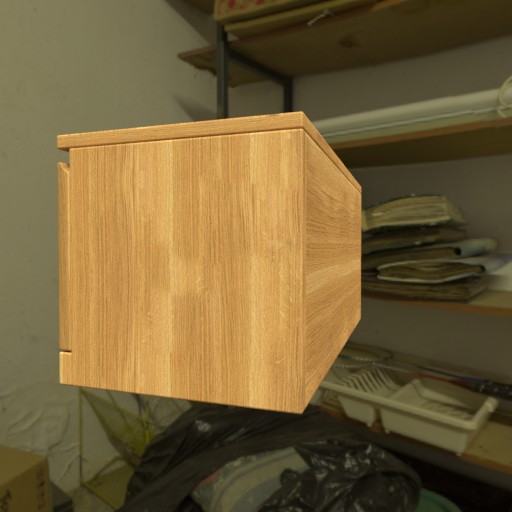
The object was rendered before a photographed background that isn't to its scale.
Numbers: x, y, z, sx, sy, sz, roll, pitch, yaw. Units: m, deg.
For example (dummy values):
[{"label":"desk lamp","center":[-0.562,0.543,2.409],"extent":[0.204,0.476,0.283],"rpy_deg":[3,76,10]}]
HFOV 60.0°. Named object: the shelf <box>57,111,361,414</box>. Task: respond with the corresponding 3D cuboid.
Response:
[{"label":"shelf","center":[0.000,0.000,1.025],"extent":[0.400,0.400,0.800],"rpy_deg":[0,1,19]}]
